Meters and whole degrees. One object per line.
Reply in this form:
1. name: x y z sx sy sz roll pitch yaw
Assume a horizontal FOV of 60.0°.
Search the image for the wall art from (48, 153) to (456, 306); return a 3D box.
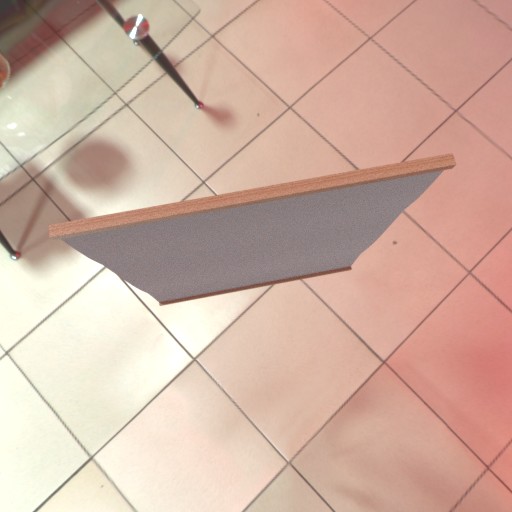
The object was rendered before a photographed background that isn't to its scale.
1. wall art: 0.000 0.000 0.682 0.406 0.508 0.013 -10 76 -3
